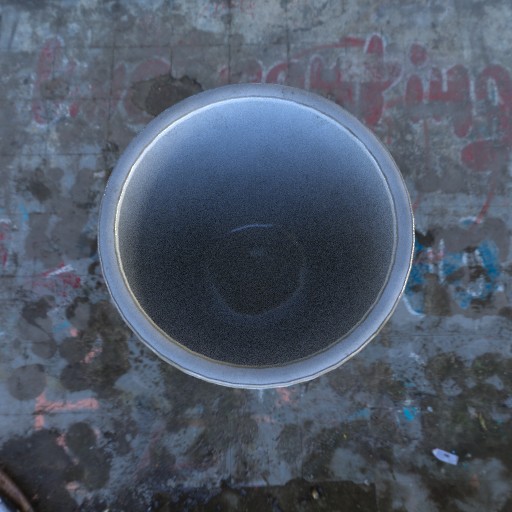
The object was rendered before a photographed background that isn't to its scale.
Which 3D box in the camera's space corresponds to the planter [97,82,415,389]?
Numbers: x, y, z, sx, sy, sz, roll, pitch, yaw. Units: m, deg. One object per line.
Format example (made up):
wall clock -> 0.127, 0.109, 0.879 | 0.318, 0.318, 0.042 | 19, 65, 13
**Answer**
planter -> 0.000, 0.000, 0.314 | 0.173, 0.160, 0.173 | 0, 77, 0
